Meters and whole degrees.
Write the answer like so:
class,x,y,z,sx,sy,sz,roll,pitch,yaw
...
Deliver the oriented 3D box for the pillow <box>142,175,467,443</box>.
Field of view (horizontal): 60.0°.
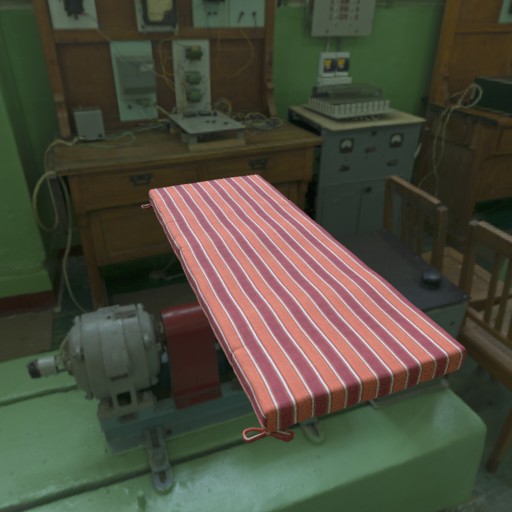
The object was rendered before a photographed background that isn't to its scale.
class,x,y,z,sx,sy,sz,roll,pitch,yaw
pillow,0.000,0.000,1.302,0.492,0.081,1.187,-11,32,-19
